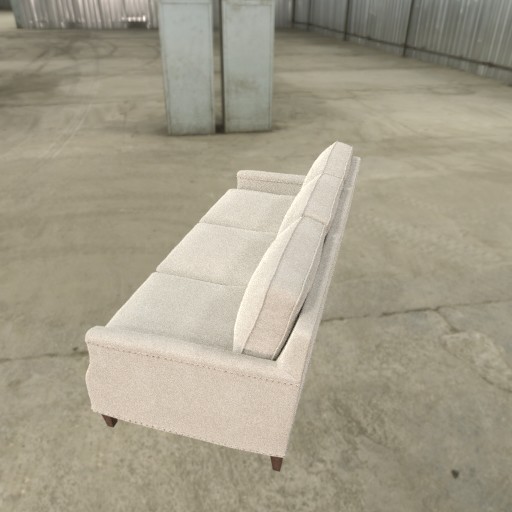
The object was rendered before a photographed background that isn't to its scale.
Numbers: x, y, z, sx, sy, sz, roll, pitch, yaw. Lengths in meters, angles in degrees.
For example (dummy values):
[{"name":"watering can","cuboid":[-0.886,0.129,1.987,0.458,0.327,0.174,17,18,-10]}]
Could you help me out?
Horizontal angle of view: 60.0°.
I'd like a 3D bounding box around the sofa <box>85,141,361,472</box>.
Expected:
[{"name":"sofa","cuboid":[0.000,0.000,2.820,1.084,1.003,2.246,8,32,14]}]
